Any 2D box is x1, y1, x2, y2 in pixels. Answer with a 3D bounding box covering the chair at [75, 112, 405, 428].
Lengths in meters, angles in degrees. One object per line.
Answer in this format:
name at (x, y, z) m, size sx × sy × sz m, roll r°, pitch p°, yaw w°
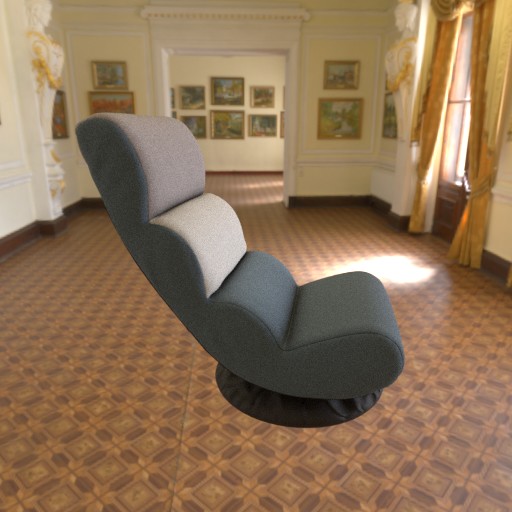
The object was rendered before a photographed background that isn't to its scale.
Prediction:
chair at (0.000, 0.000, 1.047) m, size 0.661 × 0.641 × 0.420 m, roll 3°, pitch 17°, yaw 9°
